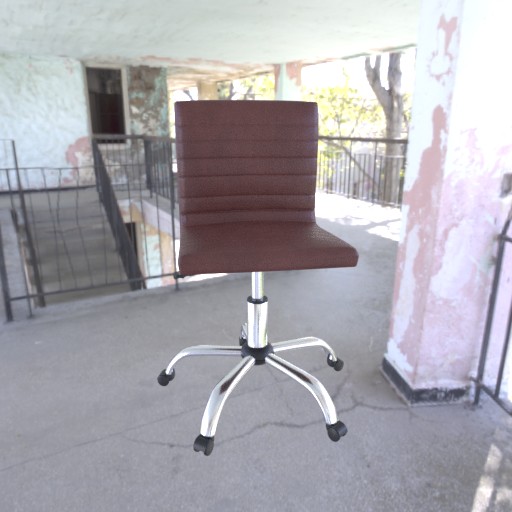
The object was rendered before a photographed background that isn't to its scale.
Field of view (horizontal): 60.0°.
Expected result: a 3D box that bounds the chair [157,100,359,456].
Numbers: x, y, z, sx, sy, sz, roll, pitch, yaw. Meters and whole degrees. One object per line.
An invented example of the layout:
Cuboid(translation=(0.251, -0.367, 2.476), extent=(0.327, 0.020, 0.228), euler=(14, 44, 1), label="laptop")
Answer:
Cuboid(translation=(0.000, 0.000, 1.152), extent=(0.556, 0.780, 0.530), euler=(-2, 17, -8), label="chair")
